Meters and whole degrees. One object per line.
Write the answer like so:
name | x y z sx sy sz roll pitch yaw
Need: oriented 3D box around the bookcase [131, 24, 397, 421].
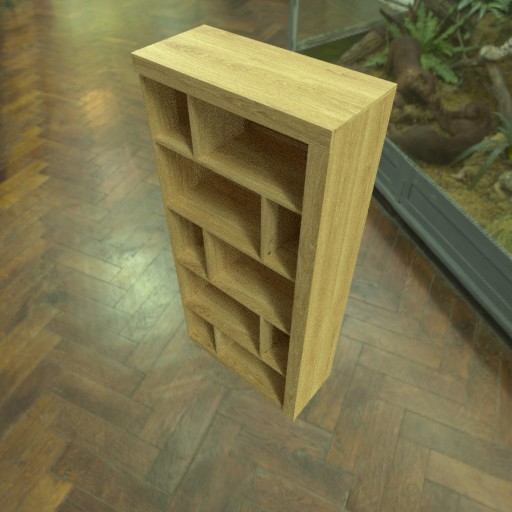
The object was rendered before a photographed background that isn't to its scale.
bookcase | 0.000 0.000 2.384 0.950 2.020 0.420 30 53 27
